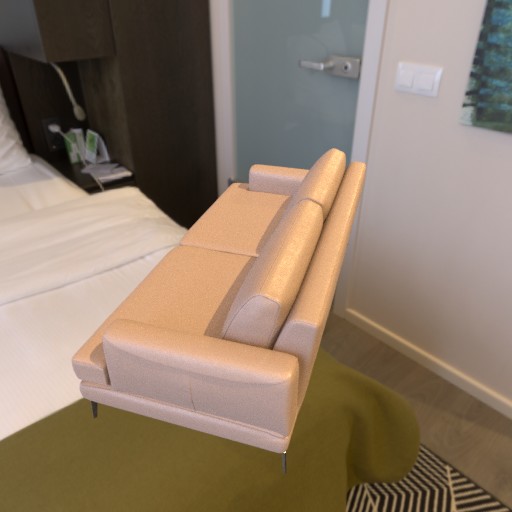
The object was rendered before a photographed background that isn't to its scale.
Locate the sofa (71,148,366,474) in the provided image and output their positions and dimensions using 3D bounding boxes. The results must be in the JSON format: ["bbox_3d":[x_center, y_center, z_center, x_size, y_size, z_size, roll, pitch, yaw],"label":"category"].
[{"bbox_3d":[0.000,0.000,2.419,0.974,0.765,1.940,9,33,15],"label":"sofa"}]
